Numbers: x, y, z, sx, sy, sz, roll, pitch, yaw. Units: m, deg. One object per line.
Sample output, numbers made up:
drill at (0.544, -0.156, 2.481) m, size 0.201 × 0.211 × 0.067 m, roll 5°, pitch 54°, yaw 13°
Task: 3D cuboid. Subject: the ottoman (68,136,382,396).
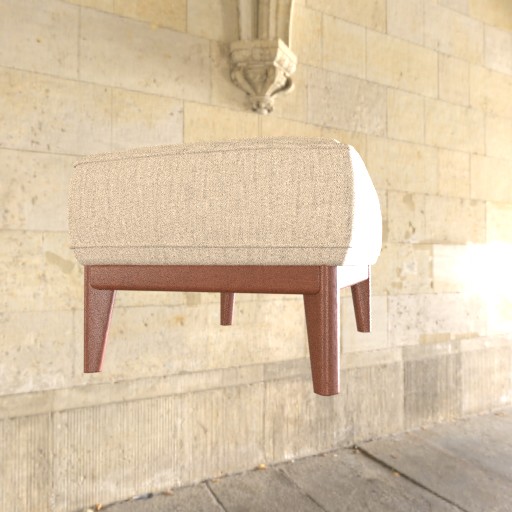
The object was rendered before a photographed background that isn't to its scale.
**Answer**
ottoman at (0.000, 0.000, 1.142) m, size 0.594 × 0.465 × 0.794 m, roll 0°, pitch -1°, yaw 19°
